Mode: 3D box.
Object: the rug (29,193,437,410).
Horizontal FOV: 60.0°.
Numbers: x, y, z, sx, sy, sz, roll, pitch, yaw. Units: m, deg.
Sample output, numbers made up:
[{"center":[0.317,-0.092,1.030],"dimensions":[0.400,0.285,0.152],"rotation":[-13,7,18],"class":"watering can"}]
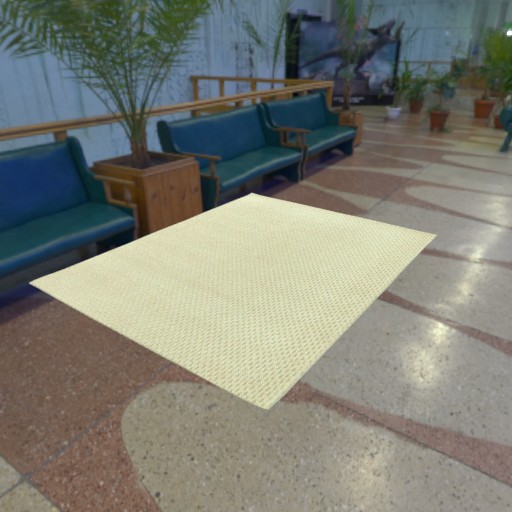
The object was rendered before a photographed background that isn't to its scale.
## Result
[{"center":[0.000,0.000,3.890],"dimensions":[2.277,0.035,2.897],"rotation":[18,31,32],"class":"rug"}]
